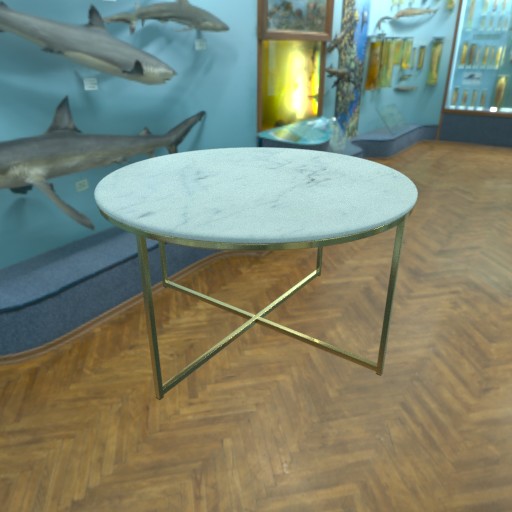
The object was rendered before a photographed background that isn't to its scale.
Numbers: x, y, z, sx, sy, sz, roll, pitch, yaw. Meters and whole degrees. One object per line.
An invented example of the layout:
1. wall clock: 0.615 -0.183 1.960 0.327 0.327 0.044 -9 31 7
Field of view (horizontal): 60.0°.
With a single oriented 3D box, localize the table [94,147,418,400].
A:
1. table: 0.000 0.000 1.247 0.800 0.450 0.800 0 25 0
